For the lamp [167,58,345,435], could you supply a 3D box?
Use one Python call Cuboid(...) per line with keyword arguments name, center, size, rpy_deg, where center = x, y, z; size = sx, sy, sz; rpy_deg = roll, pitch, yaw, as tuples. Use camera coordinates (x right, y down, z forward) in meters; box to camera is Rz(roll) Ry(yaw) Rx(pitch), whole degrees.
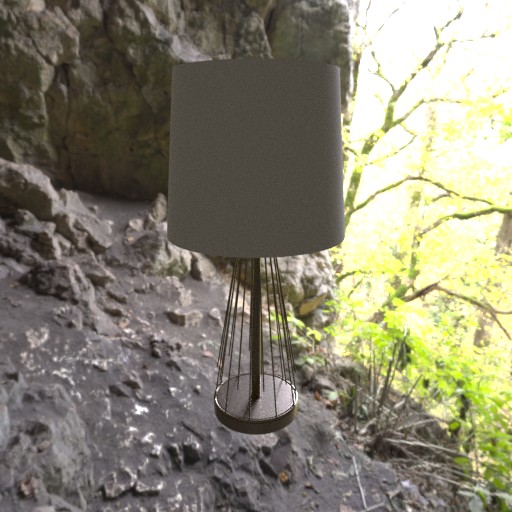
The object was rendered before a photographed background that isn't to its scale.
Cuboid(name="lamp", center=(0.000, 0.000, 0.780), size=(0.303, 0.618, 0.303), rpy_deg=(0, 16, 0))
